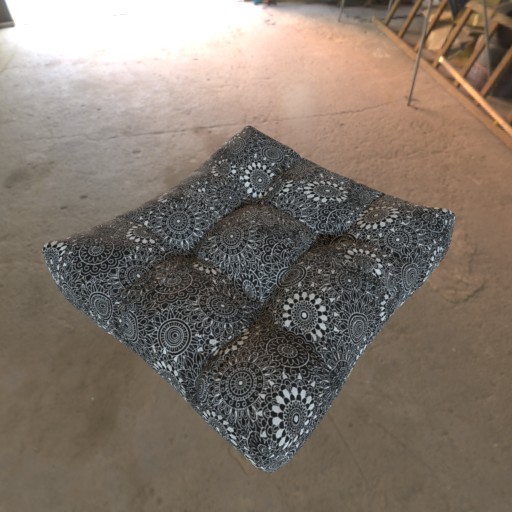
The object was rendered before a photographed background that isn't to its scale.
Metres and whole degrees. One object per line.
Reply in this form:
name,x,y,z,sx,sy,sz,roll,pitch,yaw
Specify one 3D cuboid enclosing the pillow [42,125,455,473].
pillow,0.000,0.000,0.717,0.468,0.128,0.490,31,54,26
